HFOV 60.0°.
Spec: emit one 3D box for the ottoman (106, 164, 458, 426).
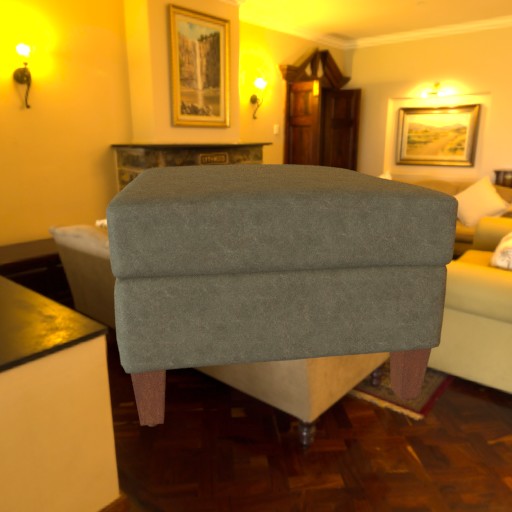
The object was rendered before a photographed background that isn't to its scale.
[{"bbox_3d":[0.000,0.000,1.194,0.639,0.464,0.839,-2,15,-9],"label":"ottoman"}]
